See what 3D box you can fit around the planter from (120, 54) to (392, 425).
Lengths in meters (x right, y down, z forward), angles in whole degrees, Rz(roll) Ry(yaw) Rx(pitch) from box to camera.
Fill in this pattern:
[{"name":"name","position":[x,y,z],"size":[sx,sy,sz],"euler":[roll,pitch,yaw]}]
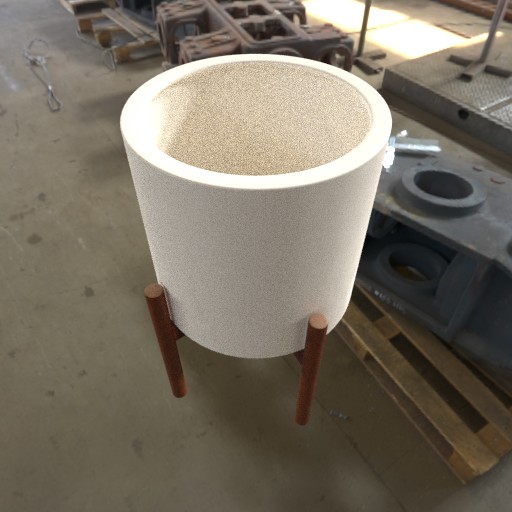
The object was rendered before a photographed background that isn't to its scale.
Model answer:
[{"name":"planter","position":[0.000,0.000,0.935],"size":[0.417,0.670,0.417],"euler":[9,47,8]}]
